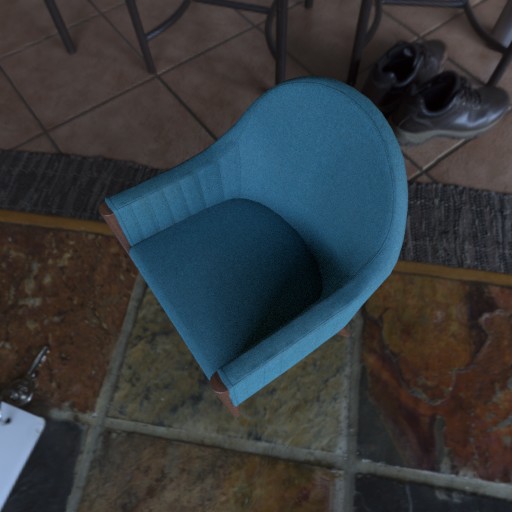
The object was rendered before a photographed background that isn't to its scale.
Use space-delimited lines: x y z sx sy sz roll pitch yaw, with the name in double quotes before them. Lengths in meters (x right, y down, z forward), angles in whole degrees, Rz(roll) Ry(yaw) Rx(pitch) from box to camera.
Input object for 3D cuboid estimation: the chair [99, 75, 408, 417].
"chair" 0.000 0.000 1.353 0.652 0.907 0.656 -32 68 -15
